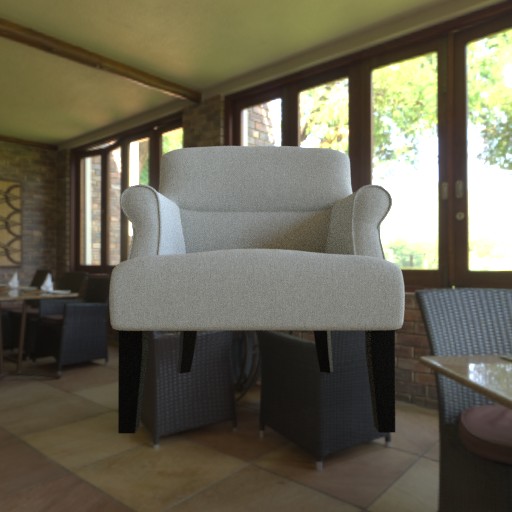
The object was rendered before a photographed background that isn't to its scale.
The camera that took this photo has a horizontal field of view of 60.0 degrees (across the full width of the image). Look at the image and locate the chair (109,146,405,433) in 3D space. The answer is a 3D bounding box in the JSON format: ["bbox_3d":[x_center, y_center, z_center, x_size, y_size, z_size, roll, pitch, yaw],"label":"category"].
[{"bbox_3d":[0.000,0.000,1.430,0.781,0.875,0.750,0,-1,-1],"label":"chair"}]
